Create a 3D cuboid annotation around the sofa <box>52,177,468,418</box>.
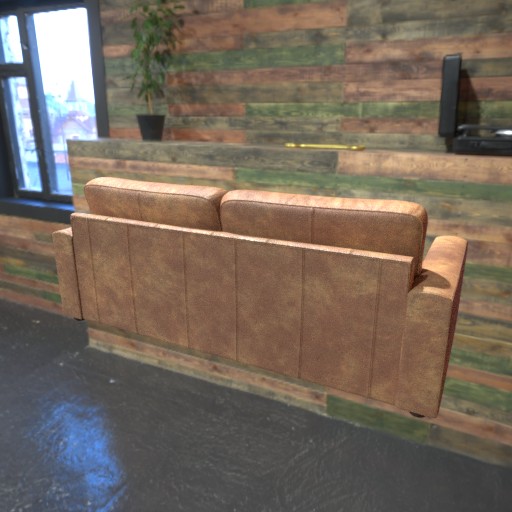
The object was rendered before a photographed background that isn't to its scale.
[{"bbox_3d":[0.000,0.000,2.578,2.179,0.873,1.016,9,19,26],"label":"sofa"}]
